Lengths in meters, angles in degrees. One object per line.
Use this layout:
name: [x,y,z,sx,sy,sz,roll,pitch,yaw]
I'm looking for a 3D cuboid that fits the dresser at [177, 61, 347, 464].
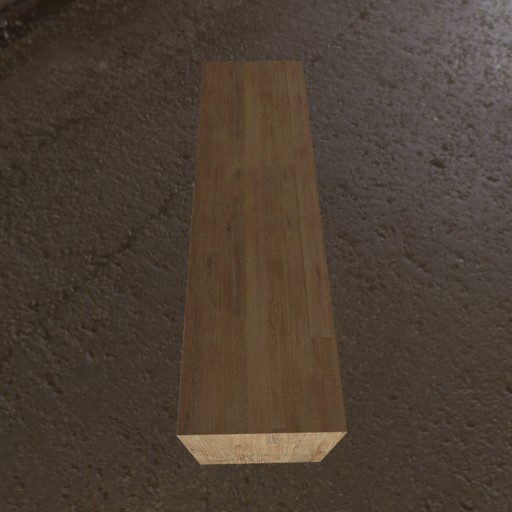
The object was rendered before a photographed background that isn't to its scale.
dresser: [0.000,0.000,1.934,0.455,0.788,1.602,-1,58,-1]
